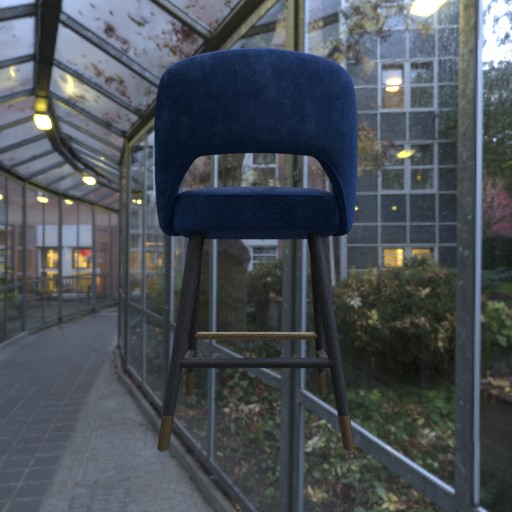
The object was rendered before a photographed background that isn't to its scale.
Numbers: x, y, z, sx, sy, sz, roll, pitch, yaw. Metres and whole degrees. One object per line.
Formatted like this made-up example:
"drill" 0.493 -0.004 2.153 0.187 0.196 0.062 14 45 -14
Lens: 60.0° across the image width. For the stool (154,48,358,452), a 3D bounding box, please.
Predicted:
"stool" 0.000 0.000 1.228 0.536 0.925 0.524 0 0 0
